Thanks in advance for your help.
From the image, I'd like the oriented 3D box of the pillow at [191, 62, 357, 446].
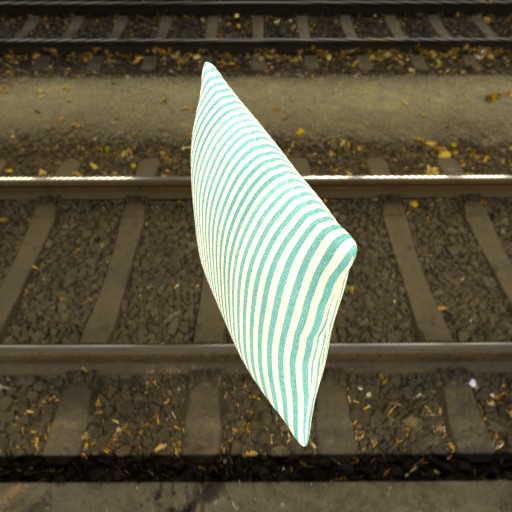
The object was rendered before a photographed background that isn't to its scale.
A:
[{"bbox_3d":[0.000,0.000,0.804,0.166,0.510,0.523,-16,47,-15],"label":"pillow"}]
